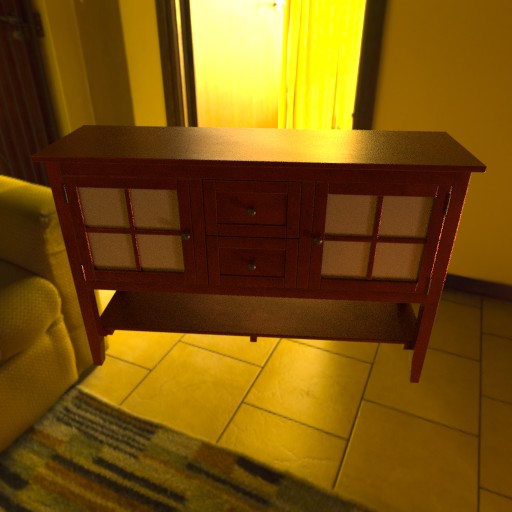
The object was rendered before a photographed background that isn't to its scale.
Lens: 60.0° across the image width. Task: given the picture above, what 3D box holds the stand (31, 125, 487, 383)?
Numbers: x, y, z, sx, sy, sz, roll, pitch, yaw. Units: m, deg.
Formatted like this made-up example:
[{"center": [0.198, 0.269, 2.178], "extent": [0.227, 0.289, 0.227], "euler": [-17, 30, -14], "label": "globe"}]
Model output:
[{"center": [0.000, 0.000, 1.702], "extent": [1.362, 0.872, 0.410], "euler": [2, 30, 4], "label": "stand"}]
